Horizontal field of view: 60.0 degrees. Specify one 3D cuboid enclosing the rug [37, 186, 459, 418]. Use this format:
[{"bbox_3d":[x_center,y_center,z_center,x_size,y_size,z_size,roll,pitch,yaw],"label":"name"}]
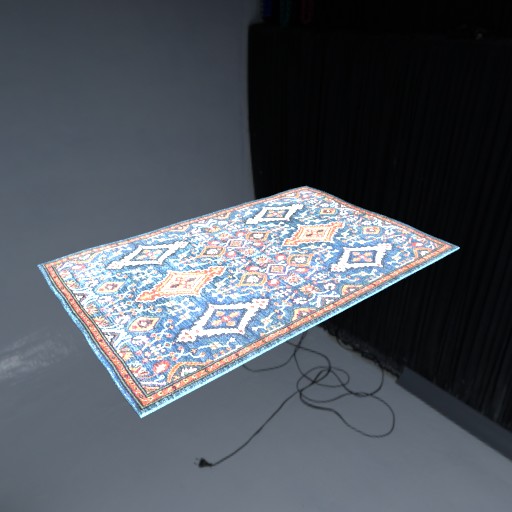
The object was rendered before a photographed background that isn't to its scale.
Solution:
[{"bbox_3d":[0.000,0.000,2.278,1.847,0.014,1.195,-21,35,-32],"label":"rug"}]
